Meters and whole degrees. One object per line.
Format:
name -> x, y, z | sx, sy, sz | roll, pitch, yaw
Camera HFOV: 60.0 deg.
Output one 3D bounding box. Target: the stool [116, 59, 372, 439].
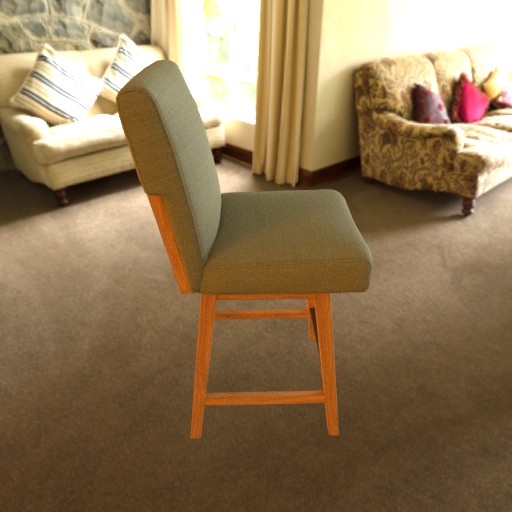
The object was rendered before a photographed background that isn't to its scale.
stool -> 0.000, 0.000, 1.289 | 0.570, 1.019, 0.459 | -1, 31, -1
